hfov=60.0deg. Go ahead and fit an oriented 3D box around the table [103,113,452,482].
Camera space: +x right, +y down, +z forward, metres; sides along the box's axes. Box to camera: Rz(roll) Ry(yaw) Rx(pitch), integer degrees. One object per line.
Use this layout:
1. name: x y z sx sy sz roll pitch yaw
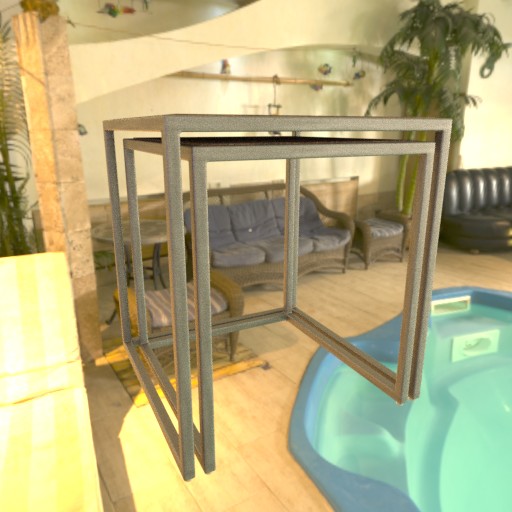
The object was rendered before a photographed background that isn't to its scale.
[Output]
1. table: 0.000 0.000 0.843 0.450 0.500 0.449 -8 18 -25
